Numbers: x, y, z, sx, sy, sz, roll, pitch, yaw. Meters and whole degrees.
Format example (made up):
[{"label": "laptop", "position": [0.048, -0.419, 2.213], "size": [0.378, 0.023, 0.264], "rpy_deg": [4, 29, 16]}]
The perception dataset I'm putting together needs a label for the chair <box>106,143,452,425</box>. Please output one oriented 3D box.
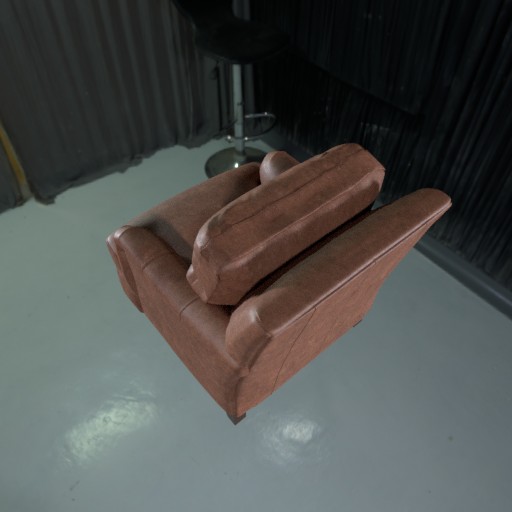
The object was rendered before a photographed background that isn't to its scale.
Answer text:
[{"label": "chair", "position": [0.000, 0.000, 2.010], "size": [0.986, 1.055, 1.158], "rpy_deg": [-32, 55, -26]}]
